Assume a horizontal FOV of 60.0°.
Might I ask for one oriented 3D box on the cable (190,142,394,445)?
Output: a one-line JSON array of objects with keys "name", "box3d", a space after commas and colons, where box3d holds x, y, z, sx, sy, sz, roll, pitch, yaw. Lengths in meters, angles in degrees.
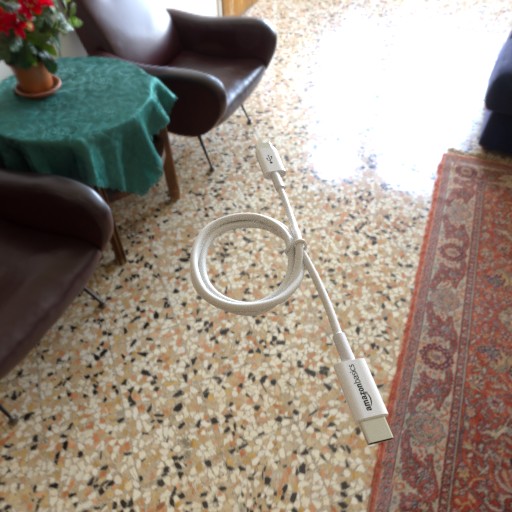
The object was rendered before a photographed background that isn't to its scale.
[{"name": "cable", "box3d": [0.000, 0.000, 0.231, 0.070, 0.014, 0.203, -10, 49, -8]}]
